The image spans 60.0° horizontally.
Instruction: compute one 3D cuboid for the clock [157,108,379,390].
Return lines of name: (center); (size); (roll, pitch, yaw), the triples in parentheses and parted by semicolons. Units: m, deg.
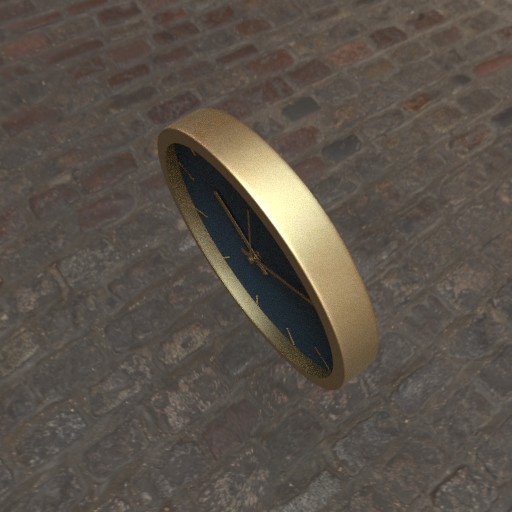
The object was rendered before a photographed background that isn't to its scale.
clock: (0.000, 0.000, 0.472); (0.040, 0.314, 0.314); (-34, 69, -15)
